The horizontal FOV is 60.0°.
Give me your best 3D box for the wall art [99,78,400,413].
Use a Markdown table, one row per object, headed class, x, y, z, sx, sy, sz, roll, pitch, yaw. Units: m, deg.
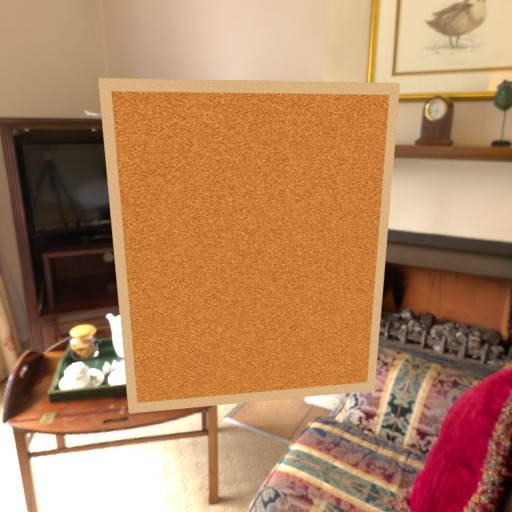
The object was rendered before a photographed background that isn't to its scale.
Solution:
| class | x | y | z | sx | sy | sz | roll | pitch | yaw |
| --- | --- | --- | --- | --- | --- | --- | --- | --- | --- |
| wall art | 0.000 | 0.000 | 0.728 | 0.444 | 0.536 | 0.020 | -2 | 16 | -9 |
